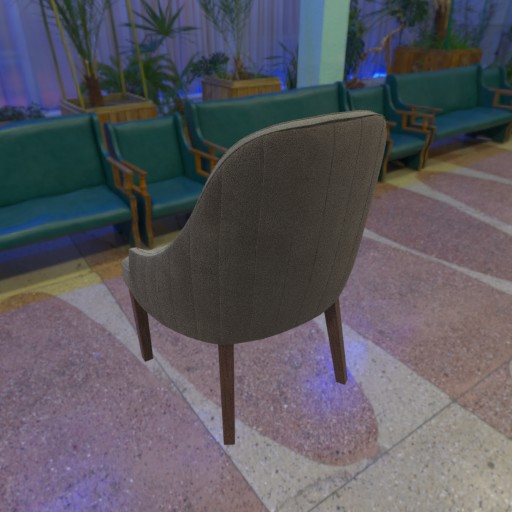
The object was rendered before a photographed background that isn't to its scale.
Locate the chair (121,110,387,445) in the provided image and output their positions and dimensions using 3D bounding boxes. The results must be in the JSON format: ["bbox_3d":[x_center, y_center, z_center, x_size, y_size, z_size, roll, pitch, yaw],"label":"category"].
[{"bbox_3d":[0.000,0.000,1.272,0.643,0.889,0.575,-18,34,-28],"label":"chair"}]
